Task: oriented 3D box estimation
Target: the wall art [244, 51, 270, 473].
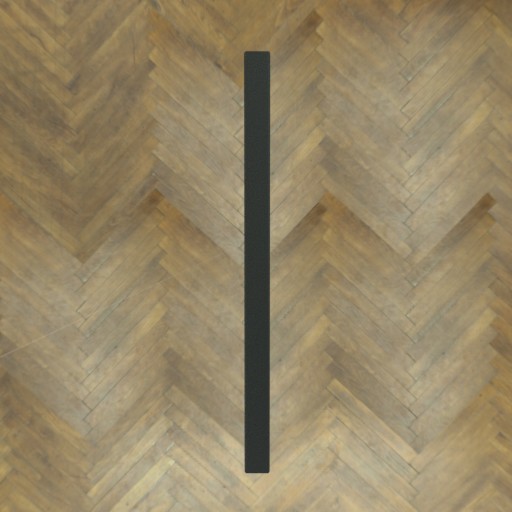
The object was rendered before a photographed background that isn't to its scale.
[{"bbox_3d":[0.000,0.000,0.748,0.028,0.551,0.451,0,92,0],"label":"wall art"}]
